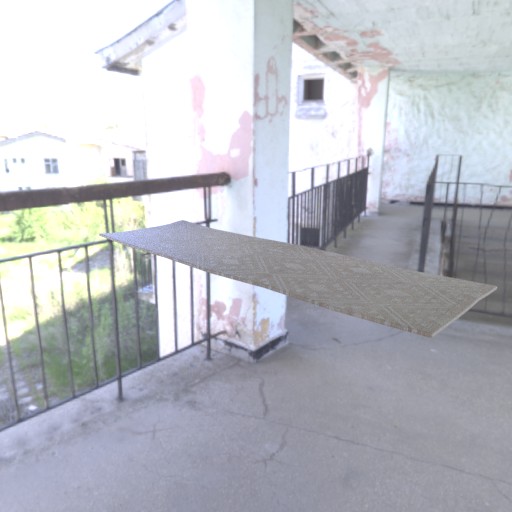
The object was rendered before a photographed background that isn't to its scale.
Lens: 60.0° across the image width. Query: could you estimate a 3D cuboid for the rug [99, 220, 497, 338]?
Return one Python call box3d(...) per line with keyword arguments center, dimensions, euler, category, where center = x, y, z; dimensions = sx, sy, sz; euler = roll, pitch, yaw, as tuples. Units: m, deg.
box3d(center=(0.000, 0.000, 2.659), dimensions=(2.452, 0.051, 0.752), euler=(14, 20, 42), category="rug")
